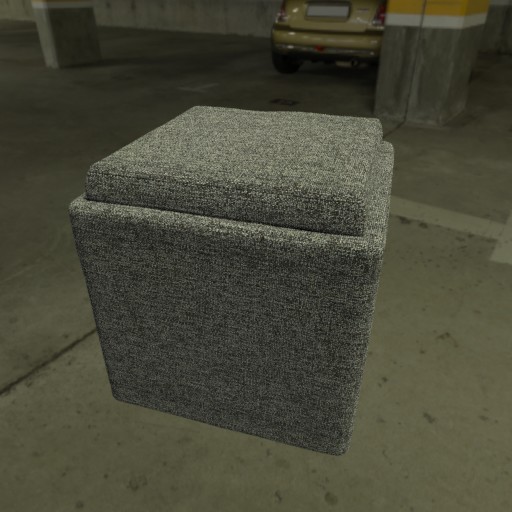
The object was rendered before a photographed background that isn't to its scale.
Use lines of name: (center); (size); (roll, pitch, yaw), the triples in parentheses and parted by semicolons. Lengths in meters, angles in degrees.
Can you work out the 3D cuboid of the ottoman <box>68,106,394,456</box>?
ottoman: (0.000, 0.000, 0.841); (0.450, 0.463, 0.450); (9, 33, 14)
